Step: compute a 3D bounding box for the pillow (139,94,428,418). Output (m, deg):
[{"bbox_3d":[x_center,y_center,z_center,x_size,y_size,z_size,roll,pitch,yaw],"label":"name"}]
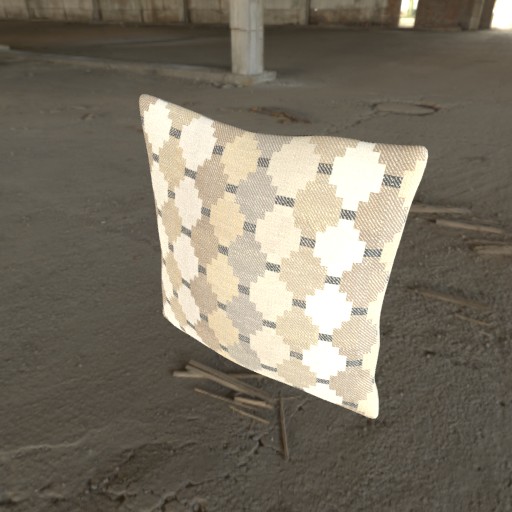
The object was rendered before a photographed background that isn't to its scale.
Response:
[{"bbox_3d":[0.000,0.000,0.876,0.578,0.558,0.192,19,35,29],"label":"pillow"}]
